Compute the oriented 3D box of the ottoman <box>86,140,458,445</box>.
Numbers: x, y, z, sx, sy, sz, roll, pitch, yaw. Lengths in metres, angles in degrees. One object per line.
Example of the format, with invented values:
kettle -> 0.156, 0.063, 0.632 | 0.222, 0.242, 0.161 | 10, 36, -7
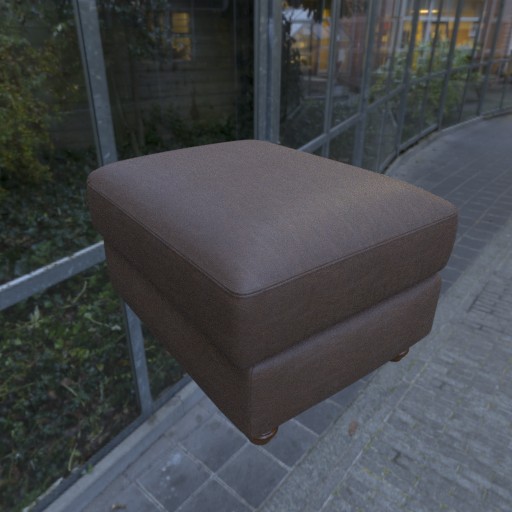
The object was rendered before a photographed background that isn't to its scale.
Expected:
ottoman -> 0.000, 0.000, 1.173 | 0.635, 0.508, 0.787 | -18, 32, -32
